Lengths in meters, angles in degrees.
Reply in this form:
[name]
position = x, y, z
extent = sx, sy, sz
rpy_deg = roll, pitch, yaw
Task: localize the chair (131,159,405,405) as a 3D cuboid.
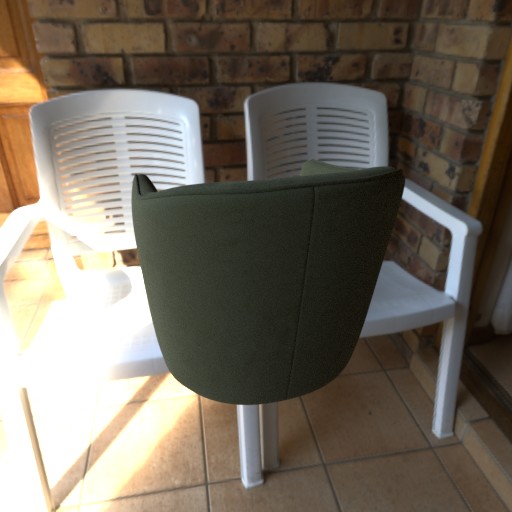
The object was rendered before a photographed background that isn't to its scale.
[chair]
position = 0.000, 0.000, 1.455
extent = 0.747, 0.799, 0.875
rpy_deg = -8, 30, -14
